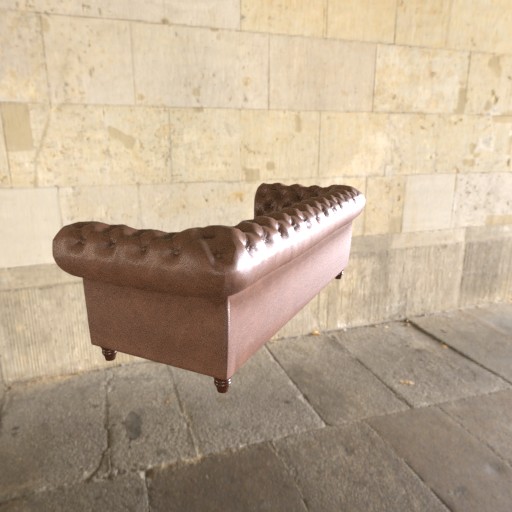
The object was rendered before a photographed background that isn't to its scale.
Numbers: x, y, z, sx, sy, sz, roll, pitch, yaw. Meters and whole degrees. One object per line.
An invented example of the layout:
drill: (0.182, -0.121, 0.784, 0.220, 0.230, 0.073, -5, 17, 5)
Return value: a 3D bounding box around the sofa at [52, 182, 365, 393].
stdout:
sofa: (0.000, 0.000, 2.920, 0.944, 0.783, 2.385, 7, 16, 25)
